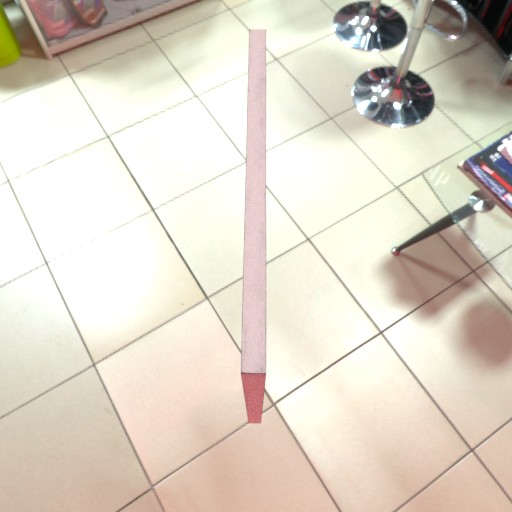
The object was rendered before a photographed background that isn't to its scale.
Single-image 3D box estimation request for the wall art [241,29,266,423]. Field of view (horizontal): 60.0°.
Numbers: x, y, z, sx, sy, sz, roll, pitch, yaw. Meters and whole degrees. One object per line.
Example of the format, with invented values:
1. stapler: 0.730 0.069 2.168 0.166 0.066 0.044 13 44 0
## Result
1. wall art: 0.000 0.000 1.173 0.038 0.762 0.762 1 64 0
